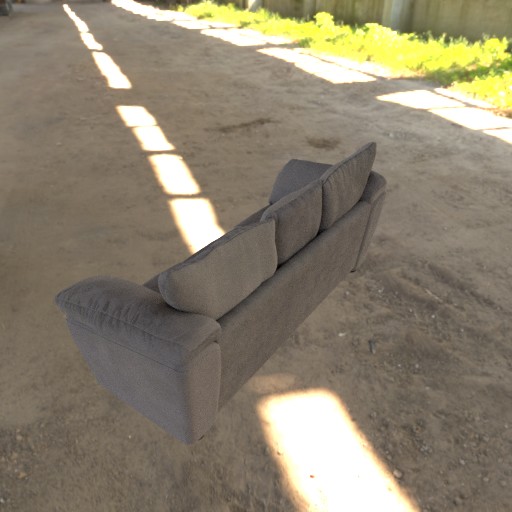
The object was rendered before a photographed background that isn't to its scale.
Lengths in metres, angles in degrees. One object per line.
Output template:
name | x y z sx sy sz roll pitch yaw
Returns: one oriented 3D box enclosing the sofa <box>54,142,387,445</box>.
sofa | 0.000 0.000 2.887 0.878 1.073 2.336 21 38 29
